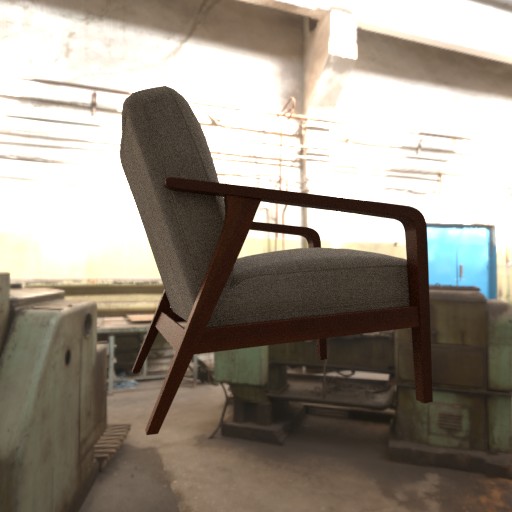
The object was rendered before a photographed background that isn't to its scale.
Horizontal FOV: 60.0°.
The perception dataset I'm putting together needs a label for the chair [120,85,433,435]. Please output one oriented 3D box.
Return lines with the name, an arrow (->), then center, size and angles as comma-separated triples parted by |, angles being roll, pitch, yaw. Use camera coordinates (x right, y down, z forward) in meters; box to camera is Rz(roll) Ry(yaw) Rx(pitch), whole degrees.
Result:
chair -> 0.000, 0.000, 1.449 | 0.858, 0.847, 0.704 | 1, -2, -18
